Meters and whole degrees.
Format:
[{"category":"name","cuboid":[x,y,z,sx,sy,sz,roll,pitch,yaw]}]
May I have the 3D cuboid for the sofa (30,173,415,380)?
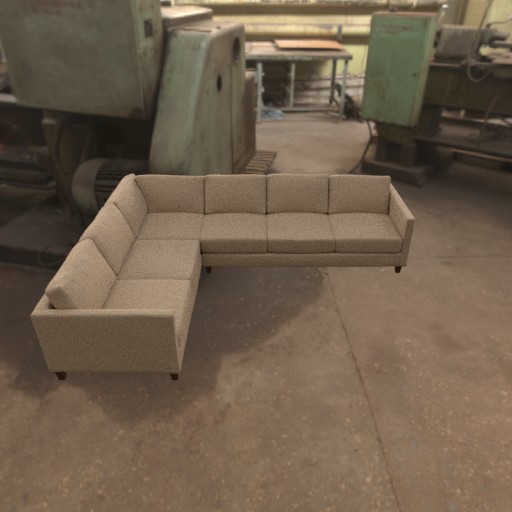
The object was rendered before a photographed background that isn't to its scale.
[{"category":"sofa","cuboid":[0.000,0.000,4.259,3.182,0.863,2.432,0,32,0]}]
